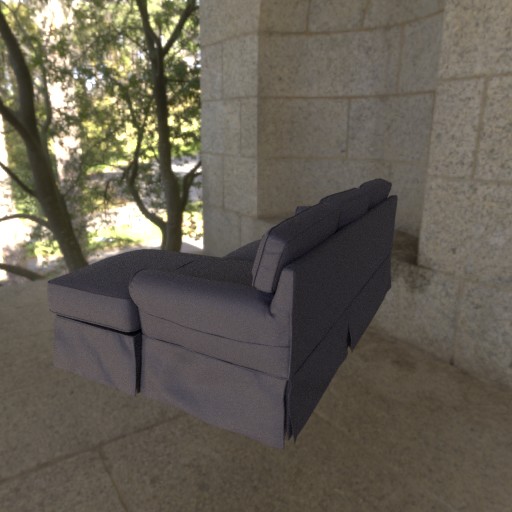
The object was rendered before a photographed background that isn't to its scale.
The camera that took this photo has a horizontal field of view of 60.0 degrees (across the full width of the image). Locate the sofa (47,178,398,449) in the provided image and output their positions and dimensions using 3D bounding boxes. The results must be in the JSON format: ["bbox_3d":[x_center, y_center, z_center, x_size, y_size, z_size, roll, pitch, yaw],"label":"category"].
[{"bbox_3d":[0.000,0.000,3.318,1.637,1.039,2.518,8,18,26],"label":"sofa"}]
